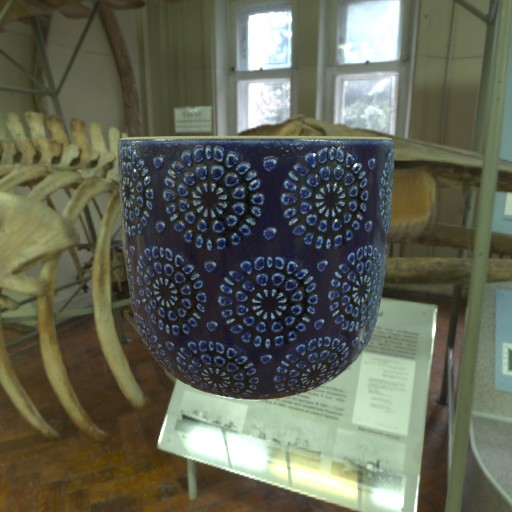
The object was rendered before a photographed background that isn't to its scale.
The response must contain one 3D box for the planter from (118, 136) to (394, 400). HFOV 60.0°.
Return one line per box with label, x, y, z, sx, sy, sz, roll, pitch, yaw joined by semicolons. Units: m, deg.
planter;0.000;0.000;0.291;0.165;0.149;0.165;0;14;0
